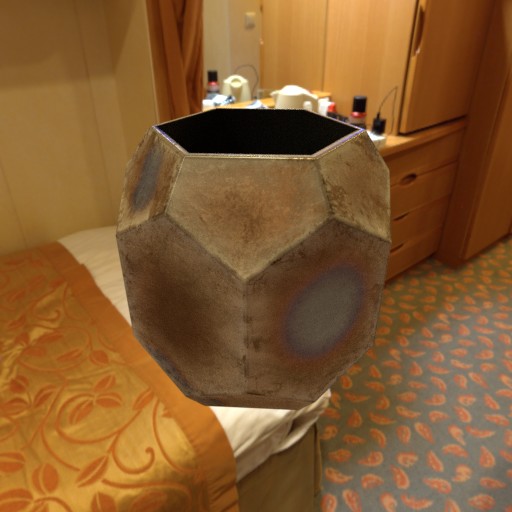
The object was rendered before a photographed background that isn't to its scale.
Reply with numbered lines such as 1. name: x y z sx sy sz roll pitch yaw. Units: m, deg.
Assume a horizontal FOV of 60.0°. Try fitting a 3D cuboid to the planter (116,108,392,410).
1. planter: 0.000 0.000 0.415 0.221 0.238 0.243 2 30 3
